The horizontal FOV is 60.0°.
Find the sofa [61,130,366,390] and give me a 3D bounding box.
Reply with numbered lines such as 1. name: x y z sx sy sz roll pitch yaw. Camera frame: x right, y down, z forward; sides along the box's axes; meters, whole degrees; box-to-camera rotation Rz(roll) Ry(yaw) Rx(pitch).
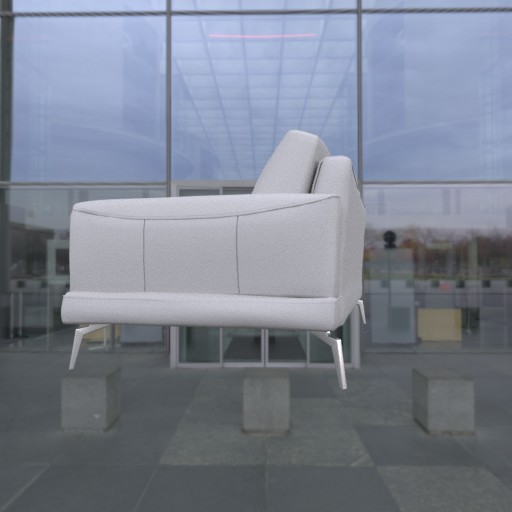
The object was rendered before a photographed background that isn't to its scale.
1. sofa: 0.000 0.000 2.421 1.121 0.930 1.819 0 -1 16
